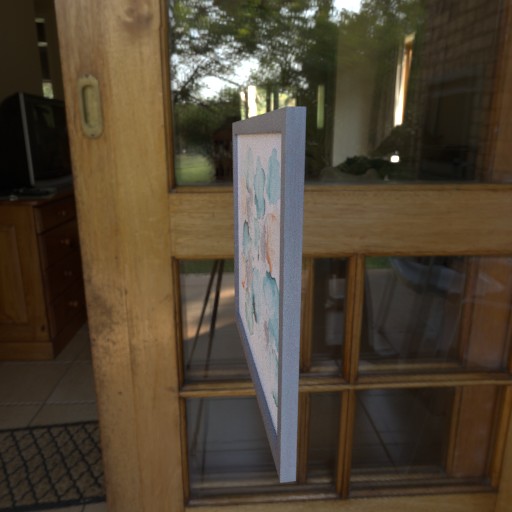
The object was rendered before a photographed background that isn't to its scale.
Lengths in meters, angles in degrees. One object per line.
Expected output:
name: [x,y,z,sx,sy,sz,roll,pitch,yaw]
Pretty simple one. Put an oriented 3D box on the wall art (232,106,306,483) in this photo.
wall art: [0.000,0.000,0.936,0.026,0.558,0.660,-2,15,-8]
